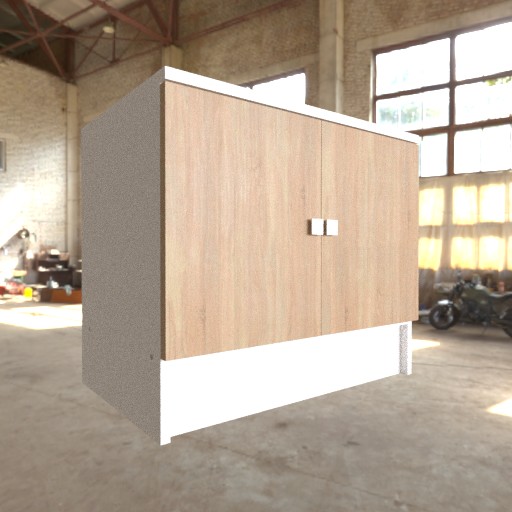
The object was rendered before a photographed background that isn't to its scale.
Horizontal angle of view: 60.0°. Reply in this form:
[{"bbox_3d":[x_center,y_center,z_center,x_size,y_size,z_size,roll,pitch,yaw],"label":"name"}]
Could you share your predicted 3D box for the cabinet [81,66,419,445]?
[{"bbox_3d":[0.000,0.000,0.935,0.600,0.522,0.400,0,1,-37],"label":"cabinet"}]
